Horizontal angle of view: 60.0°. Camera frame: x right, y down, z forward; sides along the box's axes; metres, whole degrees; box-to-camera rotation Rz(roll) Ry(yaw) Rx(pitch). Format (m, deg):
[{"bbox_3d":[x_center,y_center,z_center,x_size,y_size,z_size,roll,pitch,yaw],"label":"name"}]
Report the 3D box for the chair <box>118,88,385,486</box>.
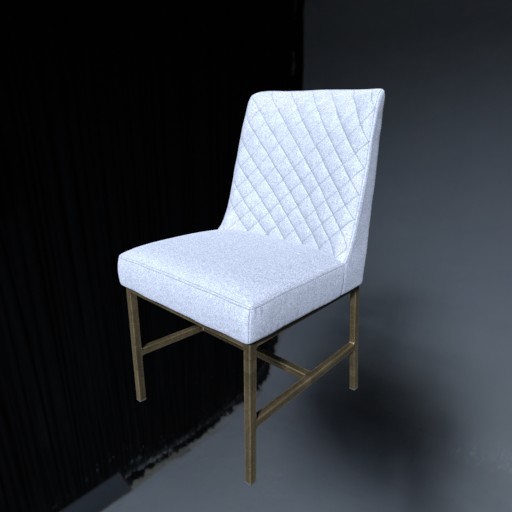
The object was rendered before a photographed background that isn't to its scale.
[{"bbox_3d":[0.000,0.000,1.234,0.508,0.889,0.587,16,24,41],"label":"chair"}]
